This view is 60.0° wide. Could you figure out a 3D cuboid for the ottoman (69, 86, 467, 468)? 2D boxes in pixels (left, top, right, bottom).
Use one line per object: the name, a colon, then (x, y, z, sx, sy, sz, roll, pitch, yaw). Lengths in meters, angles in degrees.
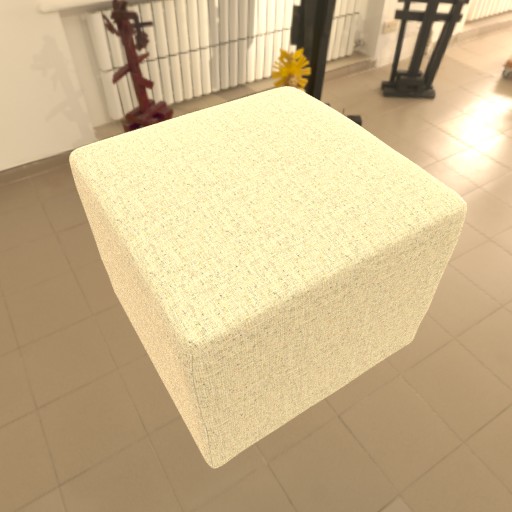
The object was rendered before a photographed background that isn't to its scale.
ottoman: (0.000, 0.000, 0.893, 0.521, 0.453, 0.512, -25, 51, -22)
